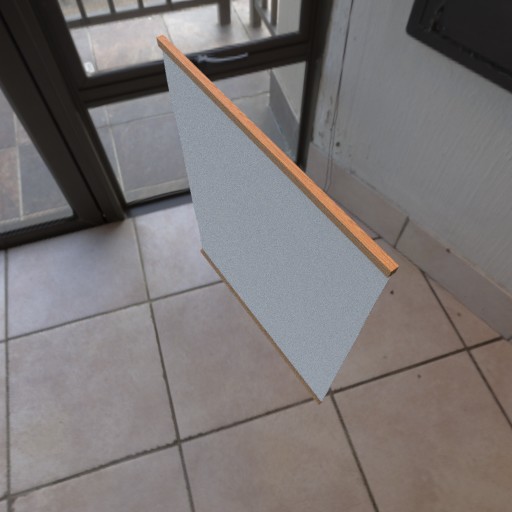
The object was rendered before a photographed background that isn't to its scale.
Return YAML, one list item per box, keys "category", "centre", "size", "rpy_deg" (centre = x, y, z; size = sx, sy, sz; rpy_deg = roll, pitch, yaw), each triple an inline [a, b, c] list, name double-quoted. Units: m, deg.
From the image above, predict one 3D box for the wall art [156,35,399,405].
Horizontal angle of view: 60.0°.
- category: "wall art"
  centre: [0.000, 0.000, 0.678]
  size: [0.010, 0.507, 0.404]
  rpy_deg: [-32, 64, -17]
